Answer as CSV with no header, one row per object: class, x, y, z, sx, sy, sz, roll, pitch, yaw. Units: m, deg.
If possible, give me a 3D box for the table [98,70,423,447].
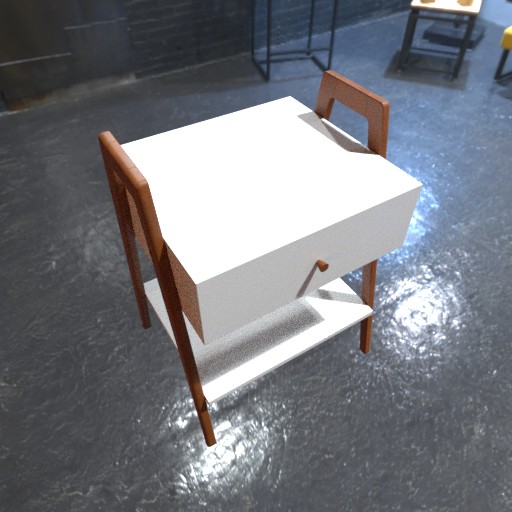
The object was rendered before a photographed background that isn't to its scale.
table,0.000,0.000,0.915,0.457,0.610,0.405,-24,49,-22
